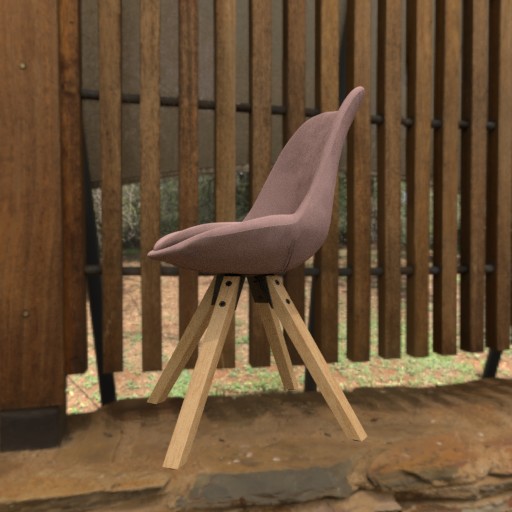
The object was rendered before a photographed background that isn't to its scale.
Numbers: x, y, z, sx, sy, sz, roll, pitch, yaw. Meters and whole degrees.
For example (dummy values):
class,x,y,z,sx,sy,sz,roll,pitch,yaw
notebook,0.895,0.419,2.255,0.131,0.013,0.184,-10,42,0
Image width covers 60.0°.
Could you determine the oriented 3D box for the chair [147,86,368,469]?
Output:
class,x,y,z,sx,sy,sz,roll,pitch,yaw
chair,0.000,0.000,1.156,0.550,0.850,0.485,0,1,-18
